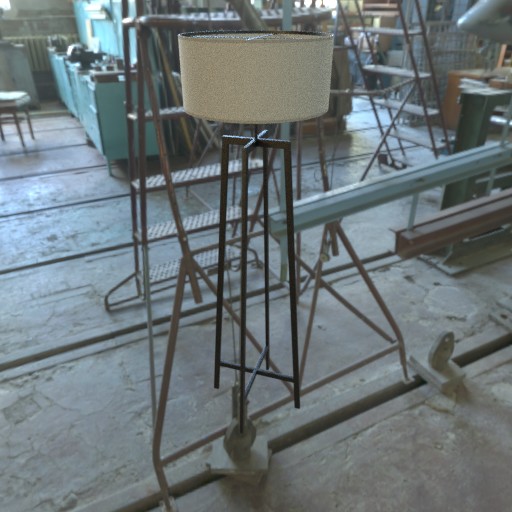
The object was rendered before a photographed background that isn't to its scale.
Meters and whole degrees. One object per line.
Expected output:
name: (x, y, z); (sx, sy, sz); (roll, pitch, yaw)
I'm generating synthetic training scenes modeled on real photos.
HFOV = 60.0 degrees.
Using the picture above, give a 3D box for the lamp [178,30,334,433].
lamp: (0.000, 0.000, 1.685); (0.457, 1.510, 0.456); (9, 31, 15)
